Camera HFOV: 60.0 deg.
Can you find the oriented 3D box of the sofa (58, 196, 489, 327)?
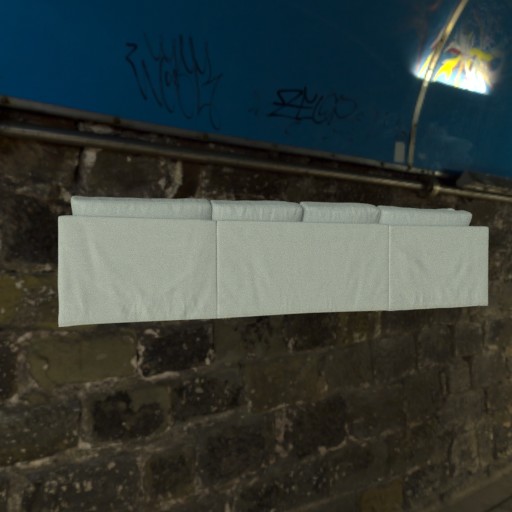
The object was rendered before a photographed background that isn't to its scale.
[{"bbox_3d":[0.000,0.000,4.431,3.460,0.882,2.427,0,0,-18],"label":"sofa"}]
